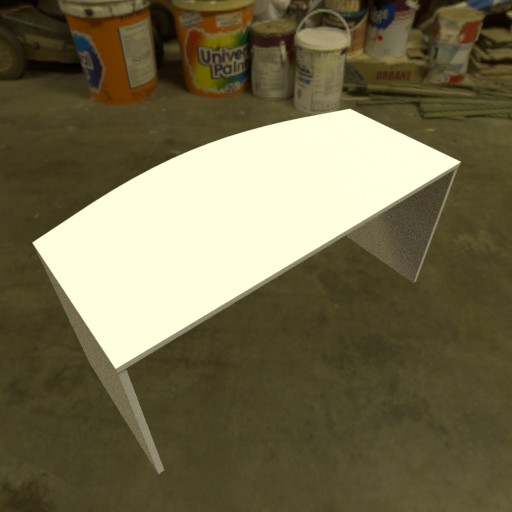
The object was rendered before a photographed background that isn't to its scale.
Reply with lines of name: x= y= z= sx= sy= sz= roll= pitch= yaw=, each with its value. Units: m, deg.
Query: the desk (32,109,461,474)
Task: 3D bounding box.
desk: x=0.000 y=0.000 z=2.016 sx=1.600 sy=0.750 sz=0.802 roll=-29 pitch=51 yaw=-27
